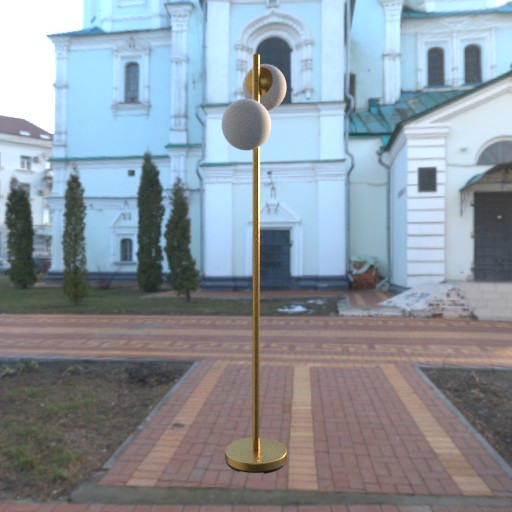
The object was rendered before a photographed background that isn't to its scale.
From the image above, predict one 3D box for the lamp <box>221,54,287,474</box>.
[{"bbox_3d":[0.000,0.000,1.793,0.249,1.641,0.419,0,-1,18],"label":"lamp"}]
